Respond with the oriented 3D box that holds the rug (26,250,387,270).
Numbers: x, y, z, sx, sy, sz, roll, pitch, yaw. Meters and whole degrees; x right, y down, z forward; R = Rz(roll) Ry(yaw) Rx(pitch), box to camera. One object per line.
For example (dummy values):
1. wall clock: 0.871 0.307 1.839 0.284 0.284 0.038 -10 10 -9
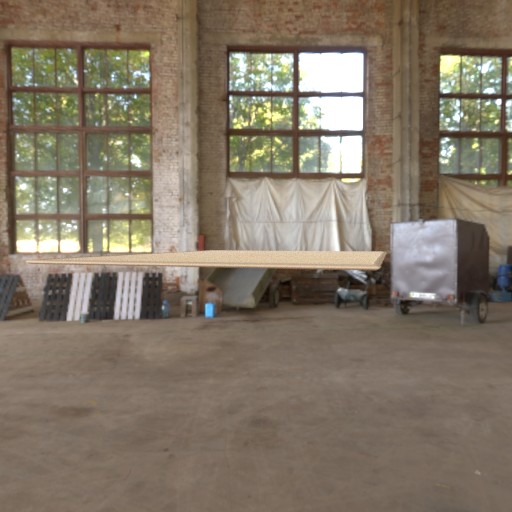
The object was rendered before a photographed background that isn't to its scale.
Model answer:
1. rug: 0.000 0.000 2.728 1.525 0.020 2.081 1 2 17
